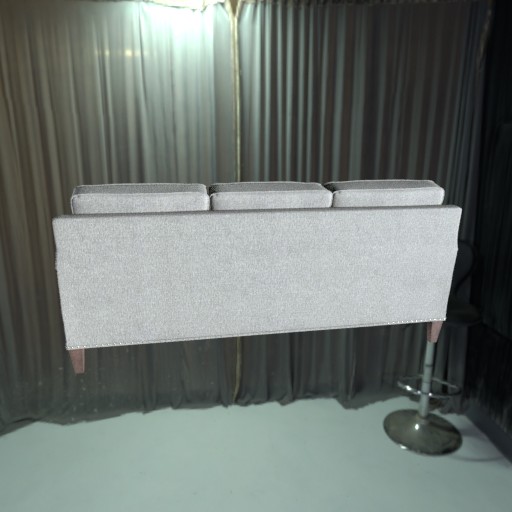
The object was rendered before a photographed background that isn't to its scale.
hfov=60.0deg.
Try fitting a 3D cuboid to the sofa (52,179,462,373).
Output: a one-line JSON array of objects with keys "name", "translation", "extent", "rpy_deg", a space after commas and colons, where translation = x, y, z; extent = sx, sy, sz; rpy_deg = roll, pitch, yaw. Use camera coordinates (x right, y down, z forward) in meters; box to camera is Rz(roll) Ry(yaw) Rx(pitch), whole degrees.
[{"name": "sofa", "translation": [0.000, 0.000, 2.870], "extent": [2.246, 1.003, 1.084], "rpy_deg": [-3, 14, -10]}]
